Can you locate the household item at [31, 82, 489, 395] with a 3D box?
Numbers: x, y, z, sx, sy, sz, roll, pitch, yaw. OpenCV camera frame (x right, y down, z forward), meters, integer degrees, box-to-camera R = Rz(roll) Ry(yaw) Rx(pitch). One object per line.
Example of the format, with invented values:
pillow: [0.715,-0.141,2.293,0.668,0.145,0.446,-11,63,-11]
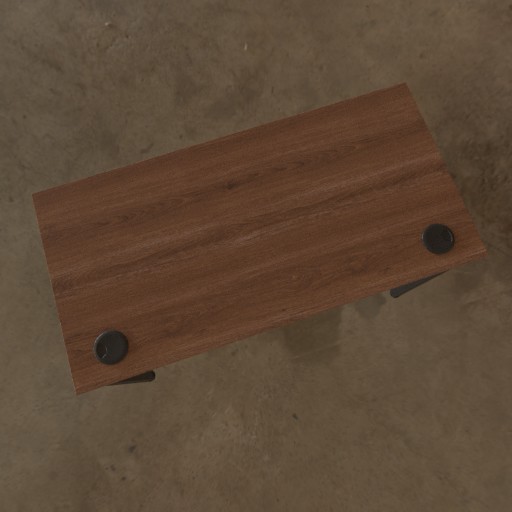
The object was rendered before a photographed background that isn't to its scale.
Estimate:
household item: [0.000,0.000,1.643,1.200,0.750,0.600,-18,76,-5]
